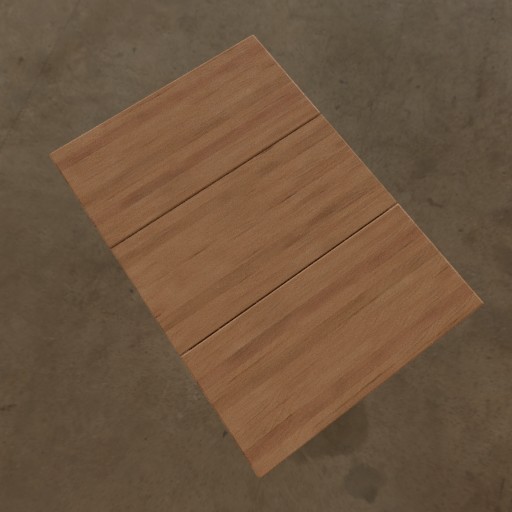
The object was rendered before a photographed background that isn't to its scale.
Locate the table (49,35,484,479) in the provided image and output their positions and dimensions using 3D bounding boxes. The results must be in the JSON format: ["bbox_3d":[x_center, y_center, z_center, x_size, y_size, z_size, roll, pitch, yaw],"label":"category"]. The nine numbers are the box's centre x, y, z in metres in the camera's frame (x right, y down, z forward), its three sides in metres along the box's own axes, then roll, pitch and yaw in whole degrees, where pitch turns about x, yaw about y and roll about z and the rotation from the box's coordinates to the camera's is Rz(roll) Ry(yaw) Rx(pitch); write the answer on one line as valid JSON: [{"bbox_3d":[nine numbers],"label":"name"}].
[{"bbox_3d":[0.000,0.000,1.884,0.900,0.770,1.300,-34,77,-9],"label":"table"}]
